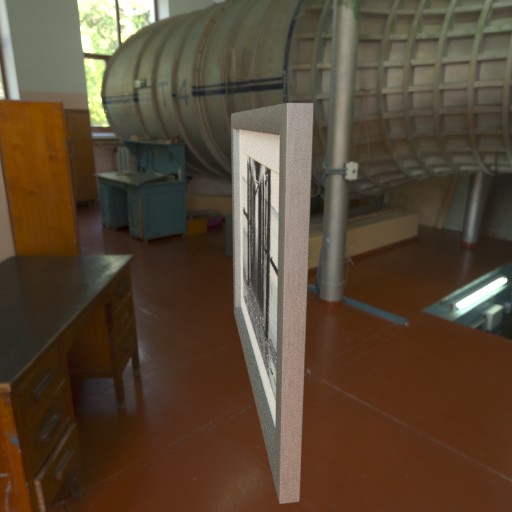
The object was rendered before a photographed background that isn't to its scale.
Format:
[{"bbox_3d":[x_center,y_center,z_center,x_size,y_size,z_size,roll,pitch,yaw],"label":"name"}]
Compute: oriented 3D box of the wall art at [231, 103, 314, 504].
[{"bbox_3d":[0.000,0.000,0.732,0.028,0.457,0.556,-2,17,-8],"label":"wall art"}]
